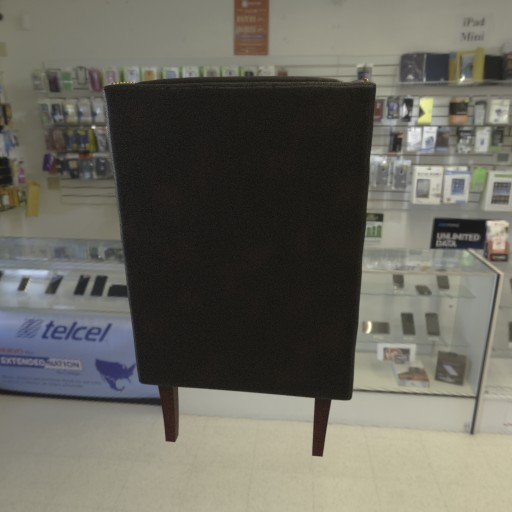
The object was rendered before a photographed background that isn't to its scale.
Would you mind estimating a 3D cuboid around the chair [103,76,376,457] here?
[{"bbox_3d":[0.000,0.000,1.601,0.703,1.142,0.799,2,16,8],"label":"chair"}]
